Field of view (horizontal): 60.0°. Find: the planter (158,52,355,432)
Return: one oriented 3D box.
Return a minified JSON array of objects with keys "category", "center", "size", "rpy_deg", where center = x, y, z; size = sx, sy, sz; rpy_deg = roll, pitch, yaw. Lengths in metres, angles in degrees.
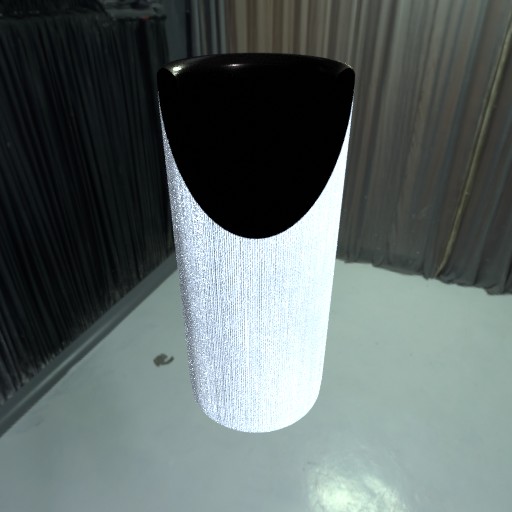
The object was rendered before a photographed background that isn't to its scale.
[{"category":"planter","center":[0.000,0.000,0.129],"size":[0.045,0.103,0.045],"rpy_deg":[10,34,16]}]
